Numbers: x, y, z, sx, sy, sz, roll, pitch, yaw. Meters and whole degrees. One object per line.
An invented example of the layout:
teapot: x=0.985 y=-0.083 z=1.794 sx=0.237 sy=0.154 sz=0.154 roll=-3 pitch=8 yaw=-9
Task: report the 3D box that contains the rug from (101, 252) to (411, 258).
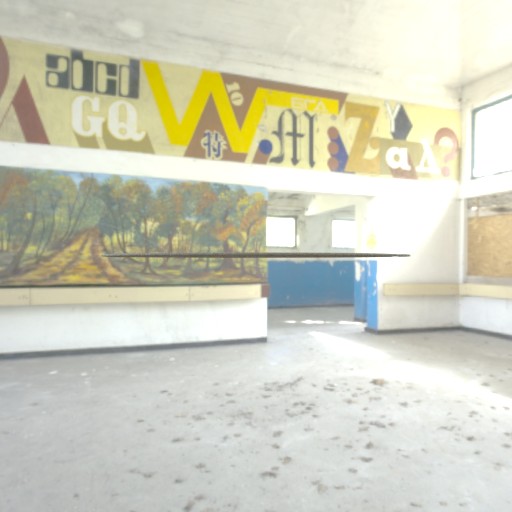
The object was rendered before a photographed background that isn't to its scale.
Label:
rug: x=0.000 y=0.000 z=3.615 sx=2.382 sy=0.014 sz=2.382 roll=0 pitch=-1 yaw=0
